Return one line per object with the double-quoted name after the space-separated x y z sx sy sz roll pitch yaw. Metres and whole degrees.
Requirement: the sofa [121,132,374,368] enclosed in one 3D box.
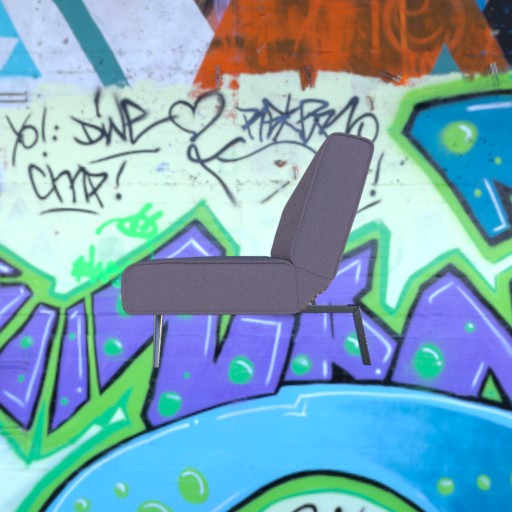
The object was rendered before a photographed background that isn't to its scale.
0.000 0.000 2.070 0.747 0.699 1.703 0 0 0 "sofa"
